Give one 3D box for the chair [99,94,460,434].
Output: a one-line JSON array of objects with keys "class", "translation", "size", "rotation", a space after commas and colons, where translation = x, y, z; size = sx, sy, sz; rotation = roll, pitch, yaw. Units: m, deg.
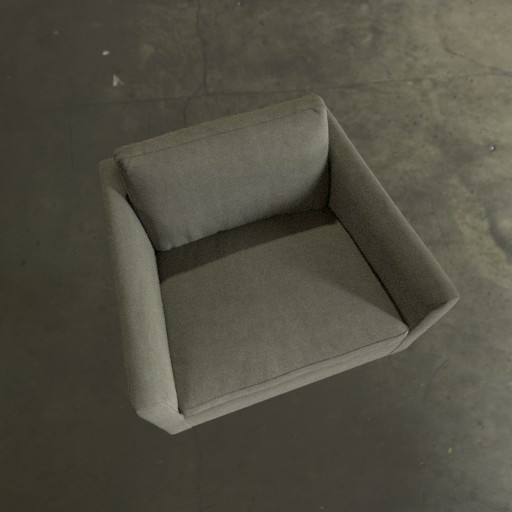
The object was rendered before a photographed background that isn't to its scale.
[{"class": "chair", "translation": [0.000, 0.000, 1.925], "size": [1.190, 0.845, 1.091], "rotation": [-17, 64, -9]}]
